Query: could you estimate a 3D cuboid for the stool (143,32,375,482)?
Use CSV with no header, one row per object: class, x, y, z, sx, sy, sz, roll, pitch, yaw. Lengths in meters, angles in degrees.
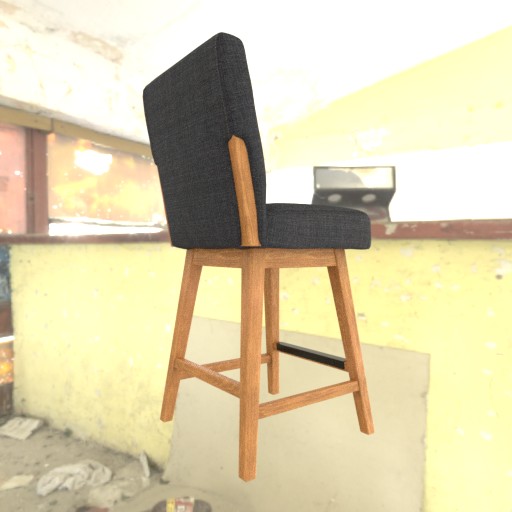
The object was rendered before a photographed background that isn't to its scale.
stool,0.000,0.000,1.290,0.526,1.010,0.459,-1,1,-37
